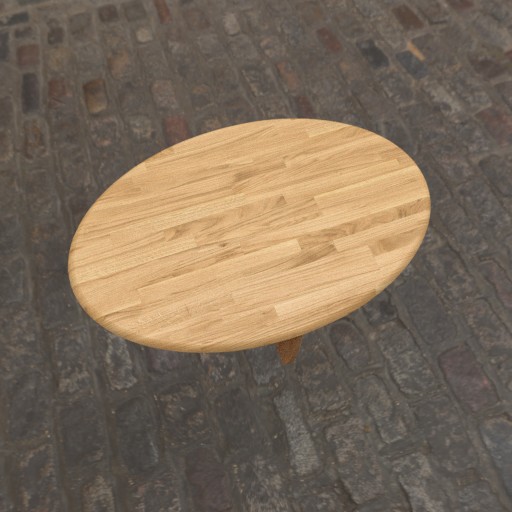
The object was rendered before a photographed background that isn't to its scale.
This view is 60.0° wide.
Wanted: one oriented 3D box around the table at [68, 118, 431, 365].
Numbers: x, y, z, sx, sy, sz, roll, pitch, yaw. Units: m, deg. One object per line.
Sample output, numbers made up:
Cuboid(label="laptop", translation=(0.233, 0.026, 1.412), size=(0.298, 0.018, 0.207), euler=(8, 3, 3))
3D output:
Cuboid(label="table", translation=(0.000, 0.000, 1.443), size=(1.040, 0.490, 0.690), euler=(-18, 66, -8))
